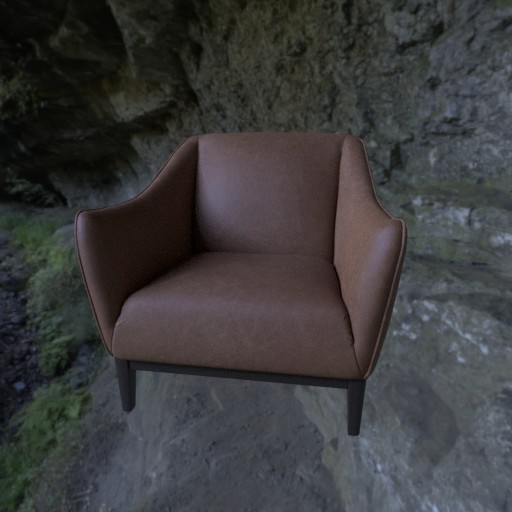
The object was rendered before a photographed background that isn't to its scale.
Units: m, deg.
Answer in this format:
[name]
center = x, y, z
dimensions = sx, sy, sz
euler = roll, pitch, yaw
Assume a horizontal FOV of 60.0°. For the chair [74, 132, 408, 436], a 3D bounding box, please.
[chair]
center = 0.000, 0.000, 1.533
dimensions = 0.871, 0.830, 0.852
euler = 3, 15, 9
